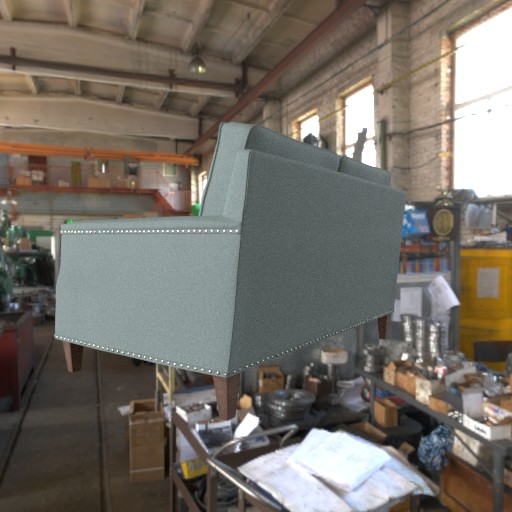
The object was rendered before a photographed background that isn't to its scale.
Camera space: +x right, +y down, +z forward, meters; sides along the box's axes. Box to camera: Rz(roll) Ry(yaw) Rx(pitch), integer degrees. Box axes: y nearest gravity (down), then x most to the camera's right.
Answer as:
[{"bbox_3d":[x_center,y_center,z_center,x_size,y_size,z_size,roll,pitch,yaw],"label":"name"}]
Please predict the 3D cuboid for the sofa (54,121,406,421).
[{"bbox_3d":[0.000,0.000,2.263,1.084,1.003,1.597,2,3,36],"label":"sofa"}]
